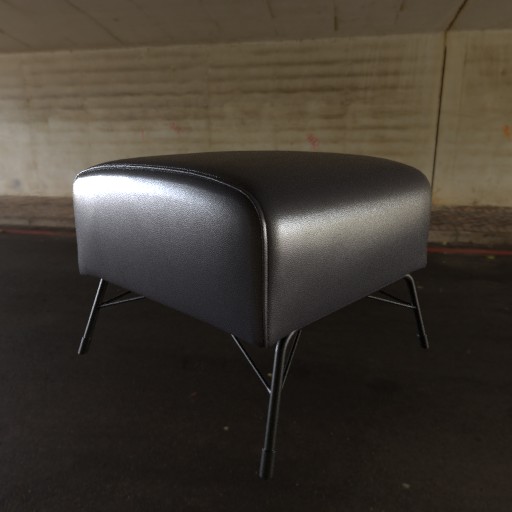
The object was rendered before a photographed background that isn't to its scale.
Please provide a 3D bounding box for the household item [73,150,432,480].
[{"bbox_3d":[0.000,0.000,0.886,0.530,0.410,0.530,13,20,41],"label":"household item"}]
